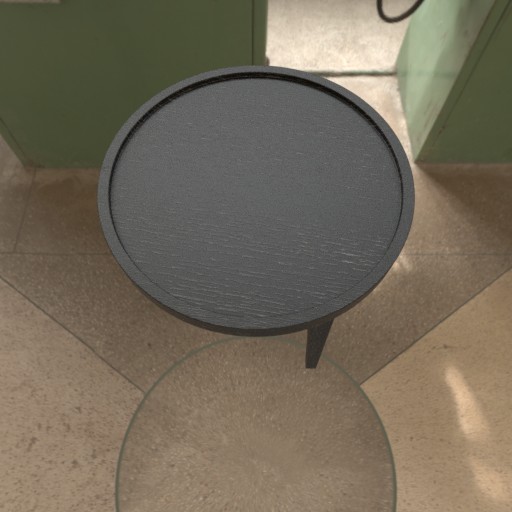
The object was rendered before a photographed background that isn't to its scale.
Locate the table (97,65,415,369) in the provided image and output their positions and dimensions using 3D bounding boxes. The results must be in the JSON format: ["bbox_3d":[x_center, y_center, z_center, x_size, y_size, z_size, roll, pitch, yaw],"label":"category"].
[{"bbox_3d":[0.000,0.000,0.769,0.399,0.460,0.399,0,64,0],"label":"table"}]
